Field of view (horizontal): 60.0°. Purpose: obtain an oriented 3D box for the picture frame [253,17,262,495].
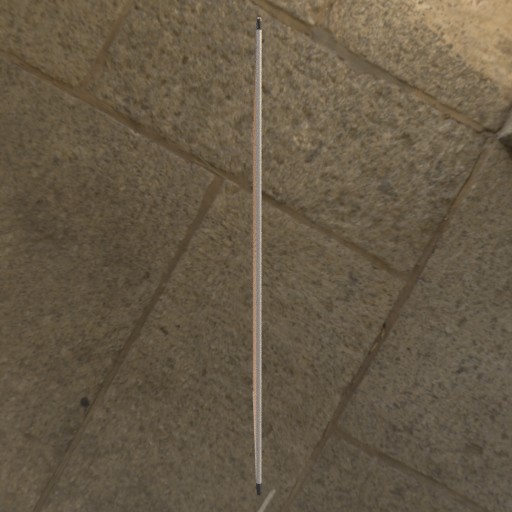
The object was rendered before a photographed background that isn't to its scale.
[{"bbox_3d":[0.000,0.000,1.128,0.010,0.600,0.900,0,91,-1],"label":"picture frame"}]
